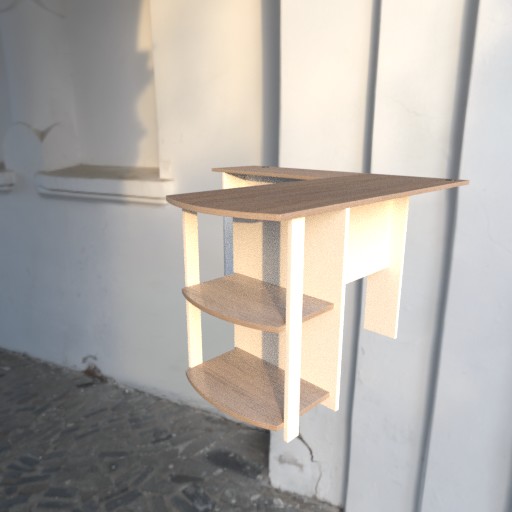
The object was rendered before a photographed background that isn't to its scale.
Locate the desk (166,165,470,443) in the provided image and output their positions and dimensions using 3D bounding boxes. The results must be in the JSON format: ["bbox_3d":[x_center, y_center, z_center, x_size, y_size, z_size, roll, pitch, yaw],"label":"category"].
[{"bbox_3d":[0.000,0.000,2.073,1.303,0.716,1.361,-15,21,-43],"label":"desk"}]
